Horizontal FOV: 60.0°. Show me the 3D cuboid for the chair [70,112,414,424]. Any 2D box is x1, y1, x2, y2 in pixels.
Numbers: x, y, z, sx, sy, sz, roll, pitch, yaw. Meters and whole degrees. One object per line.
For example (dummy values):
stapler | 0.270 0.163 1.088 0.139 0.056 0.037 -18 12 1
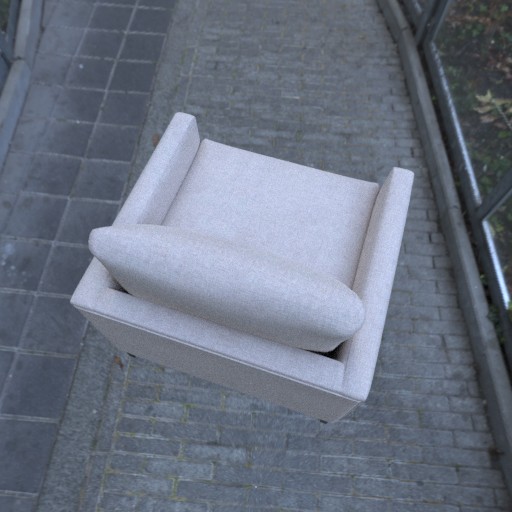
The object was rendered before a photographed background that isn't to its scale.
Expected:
chair | 0.000 0.000 1.648 0.963 0.861 0.866 17 64 8
